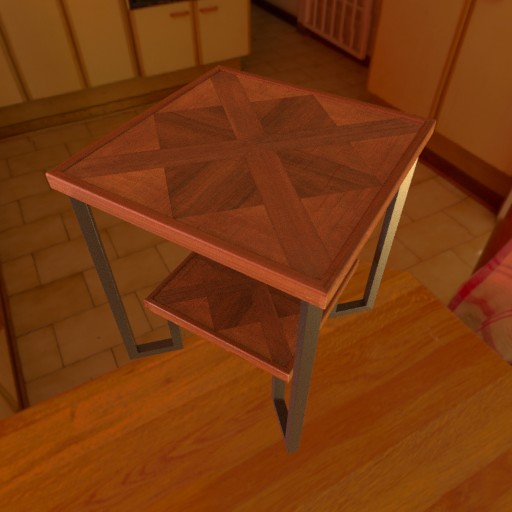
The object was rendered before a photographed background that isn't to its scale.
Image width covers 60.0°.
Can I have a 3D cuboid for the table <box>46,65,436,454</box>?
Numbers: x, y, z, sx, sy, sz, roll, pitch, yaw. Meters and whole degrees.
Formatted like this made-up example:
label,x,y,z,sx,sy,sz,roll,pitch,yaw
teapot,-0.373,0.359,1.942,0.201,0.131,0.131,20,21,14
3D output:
label,x,y,z,sx,sy,sz,roll,pitch,yaw
table,0.000,0.000,0.984,0.503,0.563,0.503,23,50,21
